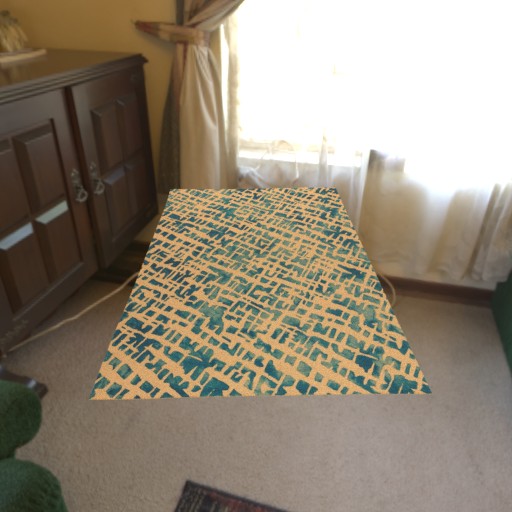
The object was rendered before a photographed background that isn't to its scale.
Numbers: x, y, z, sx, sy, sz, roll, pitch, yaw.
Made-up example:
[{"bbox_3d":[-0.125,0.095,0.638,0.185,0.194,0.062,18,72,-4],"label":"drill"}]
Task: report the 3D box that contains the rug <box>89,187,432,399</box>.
[{"bbox_3d":[0.000,0.000,3.015,1.520,0.011,2.447,-1,31,-1],"label":"rug"}]
